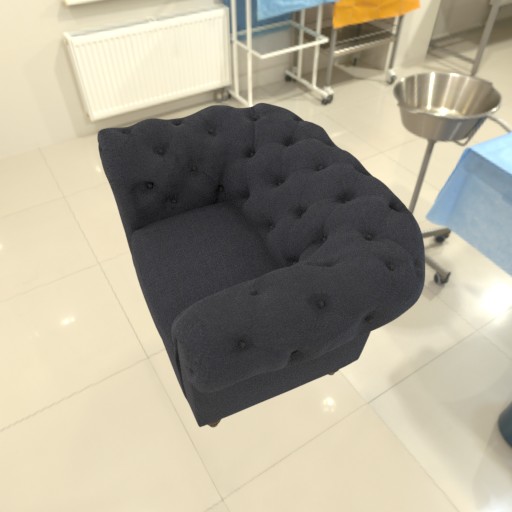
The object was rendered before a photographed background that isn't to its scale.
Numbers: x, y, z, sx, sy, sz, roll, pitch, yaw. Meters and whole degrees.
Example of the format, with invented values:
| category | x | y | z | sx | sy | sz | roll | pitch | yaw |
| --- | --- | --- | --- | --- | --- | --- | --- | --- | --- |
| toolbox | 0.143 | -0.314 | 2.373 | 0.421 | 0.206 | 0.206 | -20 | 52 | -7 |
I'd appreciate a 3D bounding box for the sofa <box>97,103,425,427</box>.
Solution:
| category | x | y | z | sx | sy | sz | roll | pitch | yaw |
| --- | --- | --- | --- | --- | --- | --- | --- | --- | --- |
| sofa | 0.000 | 0.000 | 1.991 | 1.032 | 0.878 | 1.405 | -19 | 48 | -17 |
